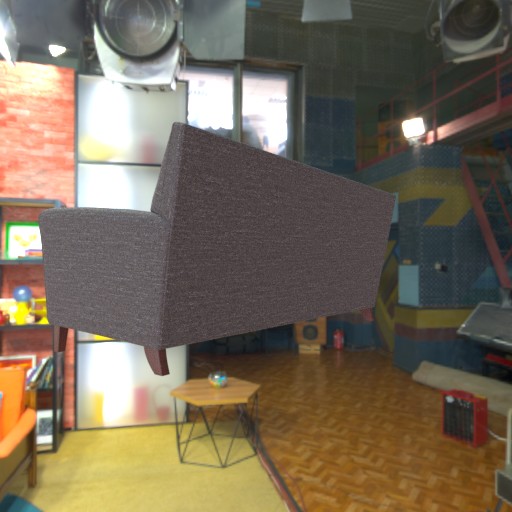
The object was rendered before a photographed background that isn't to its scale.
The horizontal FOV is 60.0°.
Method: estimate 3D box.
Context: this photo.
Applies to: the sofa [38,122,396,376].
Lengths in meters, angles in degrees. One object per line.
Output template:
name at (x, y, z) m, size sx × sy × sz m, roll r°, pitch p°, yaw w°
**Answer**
sofa at (0.000, 0.000, 2.421) m, size 0.875 × 0.846 × 1.976 m, roll -1°, pitch -1°, yaw 37°
